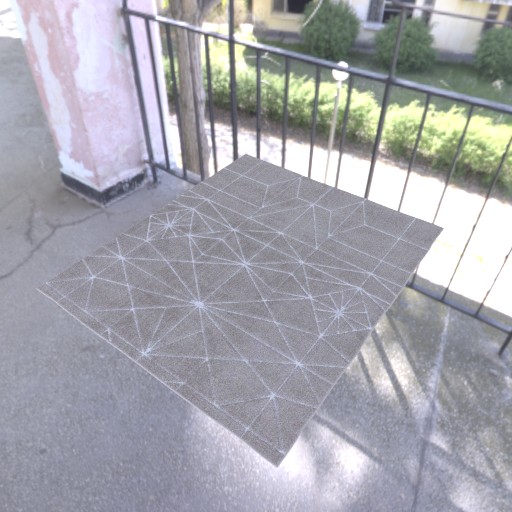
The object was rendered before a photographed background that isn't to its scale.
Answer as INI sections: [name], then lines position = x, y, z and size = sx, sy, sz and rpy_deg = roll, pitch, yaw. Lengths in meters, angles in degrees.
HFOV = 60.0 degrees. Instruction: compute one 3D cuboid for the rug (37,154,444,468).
[rug]
position = 0.000, 0.000, 0.894
size = 0.548, 0.006, 0.639
rpy_deg = 26, 48, 27
